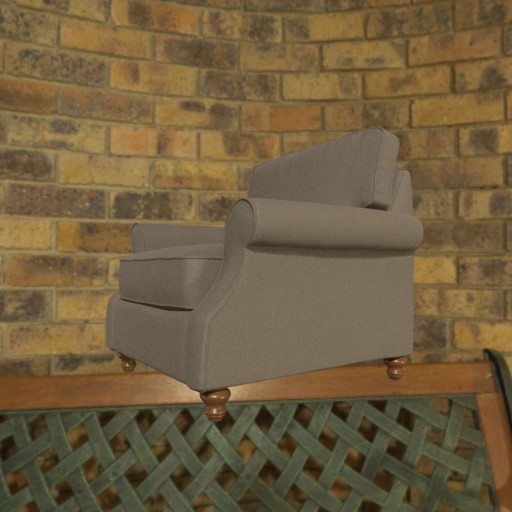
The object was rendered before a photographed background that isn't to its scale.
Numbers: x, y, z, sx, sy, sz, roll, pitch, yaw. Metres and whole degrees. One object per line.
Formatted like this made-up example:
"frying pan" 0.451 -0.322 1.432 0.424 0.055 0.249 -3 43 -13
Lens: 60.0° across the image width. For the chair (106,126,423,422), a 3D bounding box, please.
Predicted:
"chair" 0.000 0.000 1.800 0.966 0.967 1.029 1 -2 -35
